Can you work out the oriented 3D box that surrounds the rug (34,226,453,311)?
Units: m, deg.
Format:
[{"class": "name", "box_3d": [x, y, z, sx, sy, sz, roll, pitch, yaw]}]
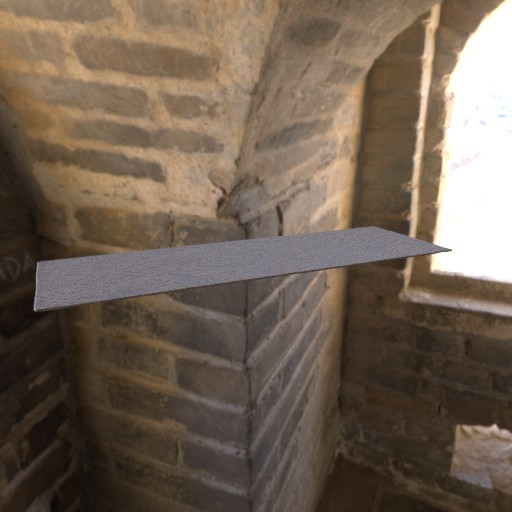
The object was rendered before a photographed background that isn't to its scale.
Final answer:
[{"class": "rug", "box_3d": [0.000, 0.000, 2.713, 2.436, 0.013, 0.807, -7, 17, -23]}]
